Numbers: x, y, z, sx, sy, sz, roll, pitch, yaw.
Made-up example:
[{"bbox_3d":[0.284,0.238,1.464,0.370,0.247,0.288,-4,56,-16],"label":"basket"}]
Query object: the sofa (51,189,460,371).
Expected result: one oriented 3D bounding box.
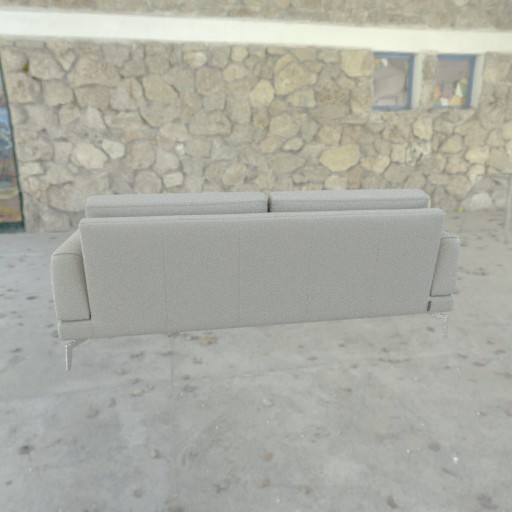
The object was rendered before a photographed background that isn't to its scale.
[{"bbox_3d":[0.000,0.000,2.449,1.940,0.765,0.974,-3,15,-10],"label":"sofa"}]
